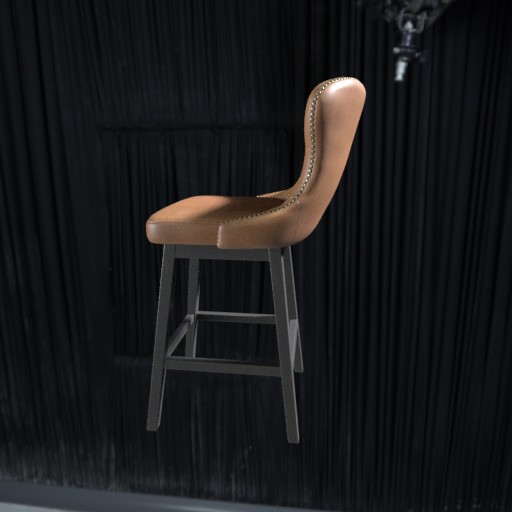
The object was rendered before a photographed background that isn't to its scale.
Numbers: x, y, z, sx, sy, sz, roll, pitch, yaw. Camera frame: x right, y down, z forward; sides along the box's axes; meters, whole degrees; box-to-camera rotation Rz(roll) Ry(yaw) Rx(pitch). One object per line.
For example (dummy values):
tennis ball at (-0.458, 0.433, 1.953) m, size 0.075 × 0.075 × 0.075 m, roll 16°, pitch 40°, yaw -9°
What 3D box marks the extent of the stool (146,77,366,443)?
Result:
stool at (0.000, 0.000, 1.351) m, size 0.593 × 0.971 × 0.528 m, roll 2°, pitch 15°, yaw 7°
